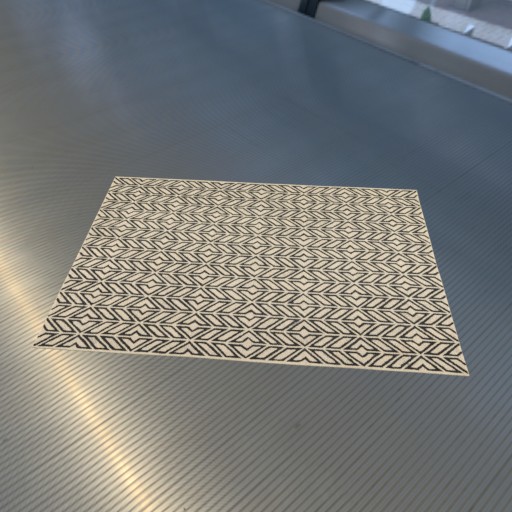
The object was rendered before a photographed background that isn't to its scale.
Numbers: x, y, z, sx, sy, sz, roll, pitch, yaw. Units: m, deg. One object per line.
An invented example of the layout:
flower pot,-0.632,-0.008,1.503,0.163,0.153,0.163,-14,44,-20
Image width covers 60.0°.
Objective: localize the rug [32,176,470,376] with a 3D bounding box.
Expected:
rug,0.000,0.000,2.265,1.828,0.007,1.220,3,46,3
